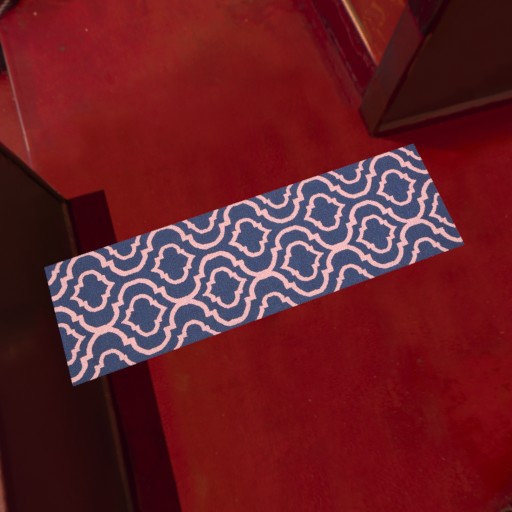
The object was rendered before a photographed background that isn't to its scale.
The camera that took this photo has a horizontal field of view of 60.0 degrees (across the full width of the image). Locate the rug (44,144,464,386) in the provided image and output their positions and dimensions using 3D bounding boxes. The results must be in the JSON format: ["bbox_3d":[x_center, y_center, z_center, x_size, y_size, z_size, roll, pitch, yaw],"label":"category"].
[{"bbox_3d":[0.000,0.000,2.526,2.296,0.006,0.685,-19,76,-5],"label":"rug"}]
